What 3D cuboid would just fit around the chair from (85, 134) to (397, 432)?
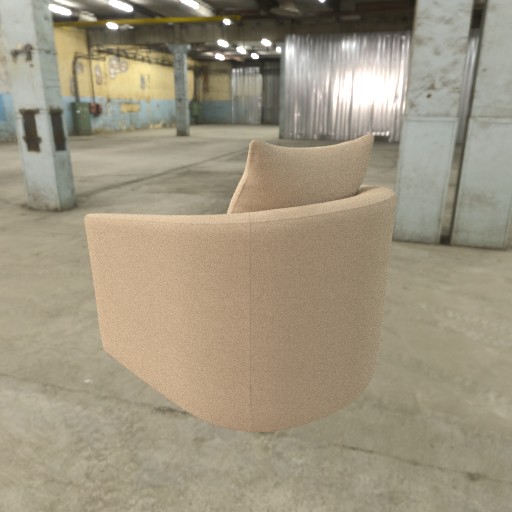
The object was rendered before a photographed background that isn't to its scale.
[{"bbox_3d":[0.000,0.000,1.586,0.910,0.848,0.845,17,24,42],"label":"chair"}]
